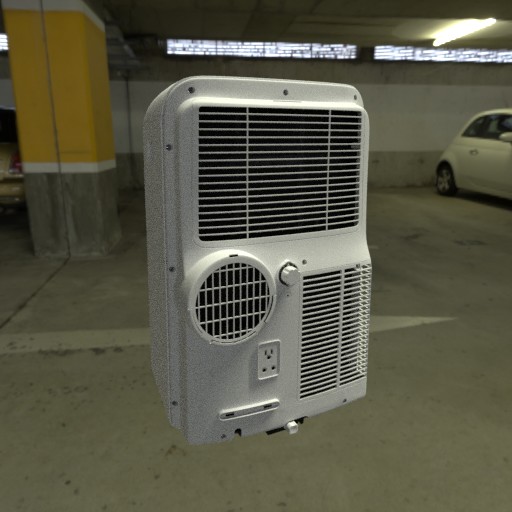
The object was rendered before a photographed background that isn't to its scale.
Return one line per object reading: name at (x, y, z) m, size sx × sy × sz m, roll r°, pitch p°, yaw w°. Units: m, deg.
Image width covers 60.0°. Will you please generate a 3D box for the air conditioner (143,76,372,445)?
air conditioner at (0.000, 0.000, 0.973) m, size 0.454 × 0.700 × 0.365 m, roll -7°, pitch 16°, yaw -24°
